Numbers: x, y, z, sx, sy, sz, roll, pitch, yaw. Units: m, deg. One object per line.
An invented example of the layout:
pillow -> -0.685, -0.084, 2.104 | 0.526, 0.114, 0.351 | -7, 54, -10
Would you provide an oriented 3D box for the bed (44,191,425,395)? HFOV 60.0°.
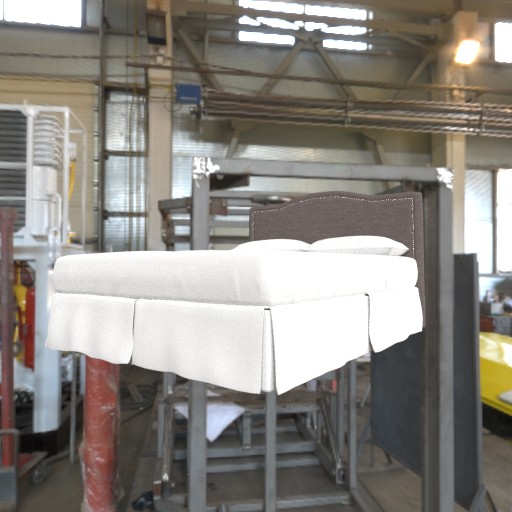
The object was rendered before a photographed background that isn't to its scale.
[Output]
bed -> 0.000, 0.000, 3.835 | 2.161, 1.457, 2.689 | -1, -1, 36
